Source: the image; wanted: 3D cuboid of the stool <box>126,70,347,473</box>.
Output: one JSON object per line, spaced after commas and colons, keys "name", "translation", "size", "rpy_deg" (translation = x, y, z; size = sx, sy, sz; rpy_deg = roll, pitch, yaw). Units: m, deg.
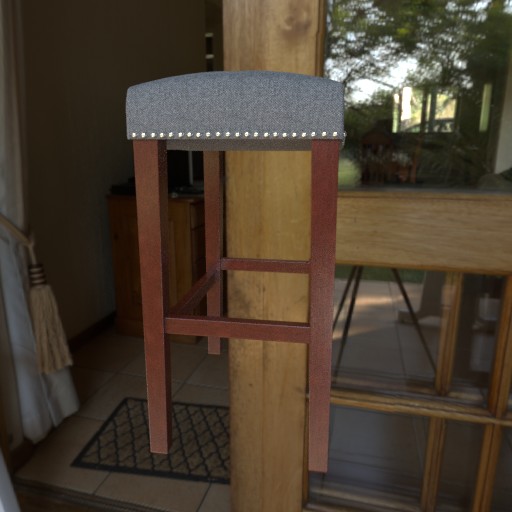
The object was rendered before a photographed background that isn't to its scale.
{"name": "stool", "translation": [0.000, 0.000, 1.028], "size": [0.372, 0.742, 0.504], "rpy_deg": [2, 15, 9]}
